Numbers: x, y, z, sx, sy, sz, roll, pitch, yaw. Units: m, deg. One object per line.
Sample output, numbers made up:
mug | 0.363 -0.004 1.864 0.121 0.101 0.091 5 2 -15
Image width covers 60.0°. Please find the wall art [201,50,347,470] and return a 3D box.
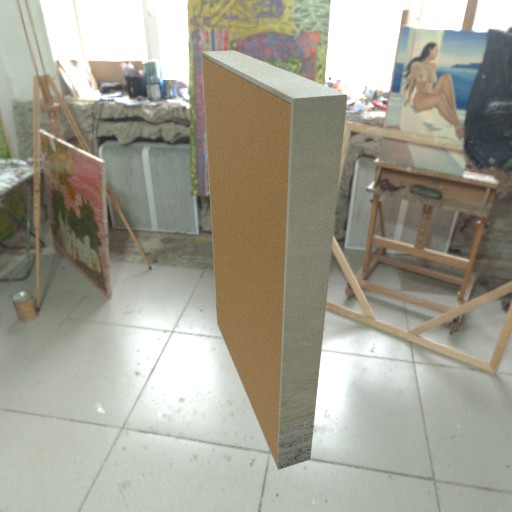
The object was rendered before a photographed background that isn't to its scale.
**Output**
wall art | 0.000 0.000 0.482 0.038 0.381 0.254 -10 32 -16
